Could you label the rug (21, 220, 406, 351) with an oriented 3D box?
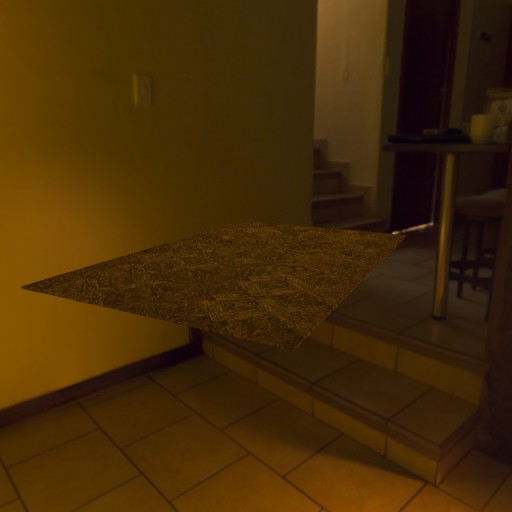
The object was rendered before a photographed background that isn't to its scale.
[{"bbox_3d":[0.000,0.000,2.271,1.189,0.011,1.808,7,16,27],"label":"rug"}]
